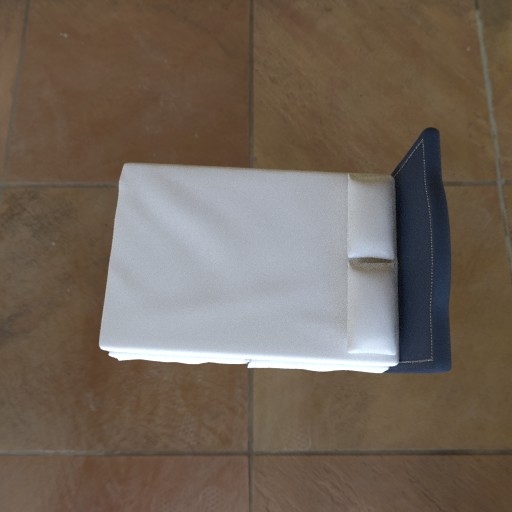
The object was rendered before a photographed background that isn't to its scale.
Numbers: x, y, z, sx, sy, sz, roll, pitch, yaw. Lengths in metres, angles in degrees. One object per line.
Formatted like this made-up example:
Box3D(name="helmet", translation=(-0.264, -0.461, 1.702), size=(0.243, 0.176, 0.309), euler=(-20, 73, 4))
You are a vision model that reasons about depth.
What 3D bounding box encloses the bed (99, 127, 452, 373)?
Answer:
Box3D(name="bed", translation=(0.000, 0.000, 3.548), size=(2.507, 1.441, 1.741), euler=(3, 76, 1))
